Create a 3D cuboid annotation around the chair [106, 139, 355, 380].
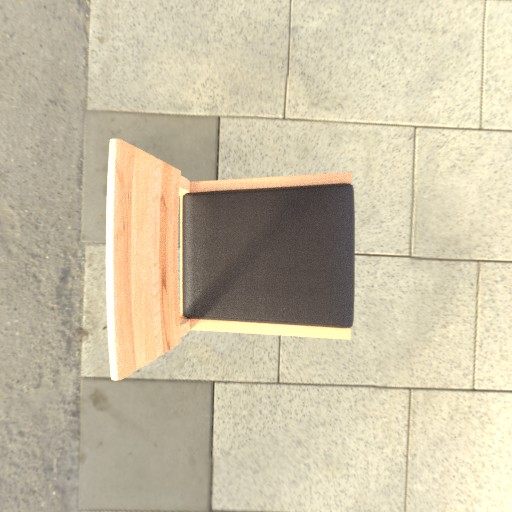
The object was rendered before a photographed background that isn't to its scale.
[{"bbox_3d":[0.000,0.000,1.254,0.560,0.950,0.475,0,91,-1],"label":"chair"}]
